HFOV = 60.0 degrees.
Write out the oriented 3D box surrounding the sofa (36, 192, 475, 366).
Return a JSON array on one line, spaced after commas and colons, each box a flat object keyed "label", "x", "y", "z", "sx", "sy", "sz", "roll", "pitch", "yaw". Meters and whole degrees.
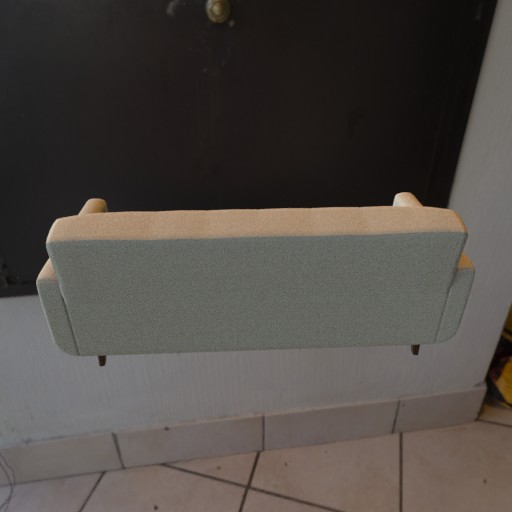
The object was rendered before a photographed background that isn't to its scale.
[{"label": "sofa", "x": 0.000, "y": 0.000, "z": 2.580, "sx": 2.137, "sy": 0.892, "sz": 0.980, "roll": -1, "pitch": 32, "yaw": -2}]
